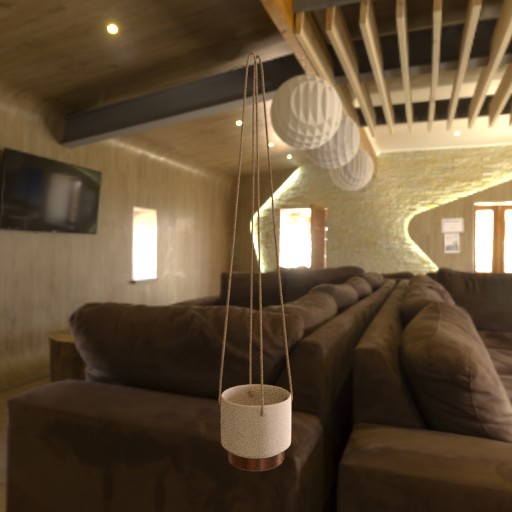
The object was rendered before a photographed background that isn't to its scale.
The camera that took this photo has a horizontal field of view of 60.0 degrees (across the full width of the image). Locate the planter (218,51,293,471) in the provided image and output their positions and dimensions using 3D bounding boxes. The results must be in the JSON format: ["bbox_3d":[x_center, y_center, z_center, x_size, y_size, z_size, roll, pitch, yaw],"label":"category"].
[{"bbox_3d":[0.000,0.000,0.922,0.146,0.841,0.146,0,0,36],"label":"planter"}]
